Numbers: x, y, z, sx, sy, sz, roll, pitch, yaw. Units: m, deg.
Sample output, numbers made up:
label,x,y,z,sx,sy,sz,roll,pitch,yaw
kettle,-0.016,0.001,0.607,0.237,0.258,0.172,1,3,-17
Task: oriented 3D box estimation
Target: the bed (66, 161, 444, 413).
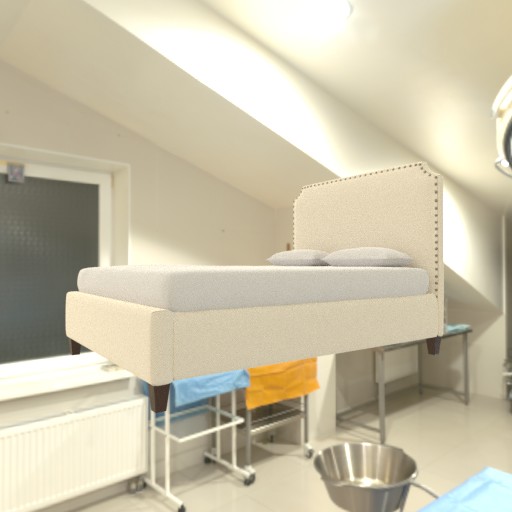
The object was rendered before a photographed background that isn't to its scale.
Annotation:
label,x,y,z,sx,sy,sz,roll,pitch,yaw
bed,0.000,0.000,3.388,2.372,1.497,1.712,1,-1,-36
